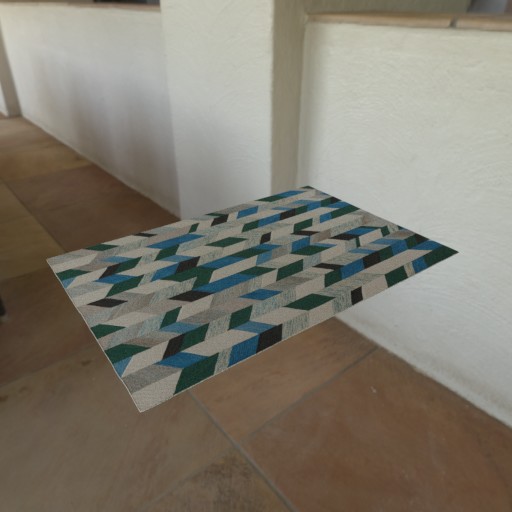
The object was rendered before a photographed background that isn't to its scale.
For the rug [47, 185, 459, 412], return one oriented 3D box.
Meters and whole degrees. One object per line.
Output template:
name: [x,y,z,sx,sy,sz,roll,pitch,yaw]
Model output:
rug: [0.000,0.000,2.354,1.827,0.005,1.229,-20,36,-30]
